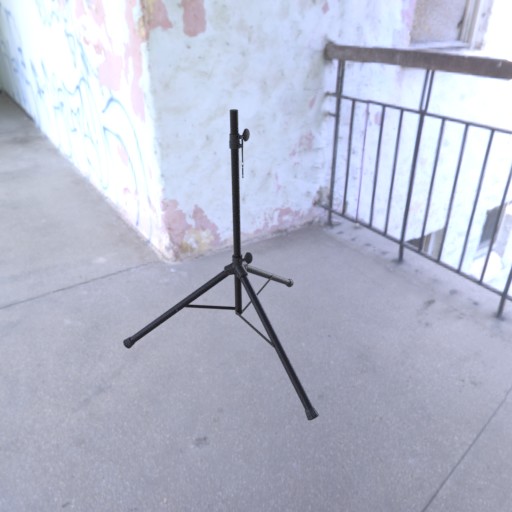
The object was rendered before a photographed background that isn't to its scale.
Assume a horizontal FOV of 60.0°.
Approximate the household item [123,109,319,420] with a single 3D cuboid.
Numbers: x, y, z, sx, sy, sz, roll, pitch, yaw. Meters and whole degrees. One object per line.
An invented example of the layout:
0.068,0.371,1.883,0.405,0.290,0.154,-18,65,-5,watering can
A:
0.000,0.000,1.862,1.045,1.136,0.907,-17,34,-27,household item
